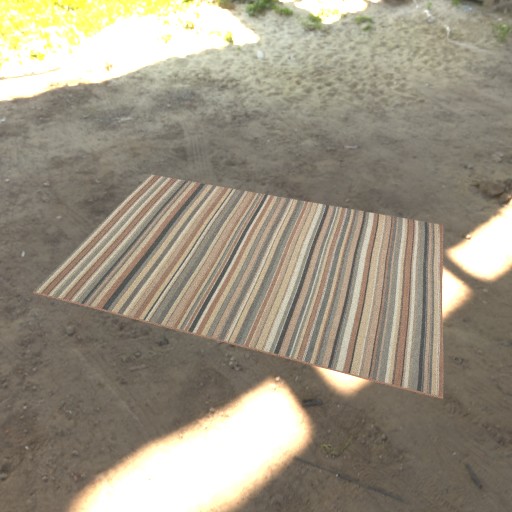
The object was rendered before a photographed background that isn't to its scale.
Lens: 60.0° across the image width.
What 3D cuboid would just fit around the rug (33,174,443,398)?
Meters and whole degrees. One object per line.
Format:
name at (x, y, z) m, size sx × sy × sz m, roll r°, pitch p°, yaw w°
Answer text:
rug at (0.000, 0.000, 3.034) m, size 2.438 × 0.014 × 1.523 m, roll 12°, pitch 42°, yaw 13°
